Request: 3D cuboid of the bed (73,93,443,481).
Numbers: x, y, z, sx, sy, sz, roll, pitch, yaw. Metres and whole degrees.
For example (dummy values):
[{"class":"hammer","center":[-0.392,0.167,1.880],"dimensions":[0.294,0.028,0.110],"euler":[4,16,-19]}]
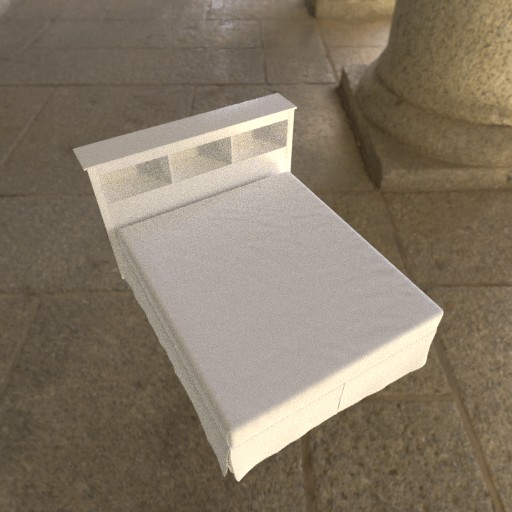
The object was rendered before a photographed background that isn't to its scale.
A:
[{"class":"bed","center":[0.000,0.000,3.086],"dimensions":[1.671,1.092,2.133],"euler":[-23,50,-21]}]
